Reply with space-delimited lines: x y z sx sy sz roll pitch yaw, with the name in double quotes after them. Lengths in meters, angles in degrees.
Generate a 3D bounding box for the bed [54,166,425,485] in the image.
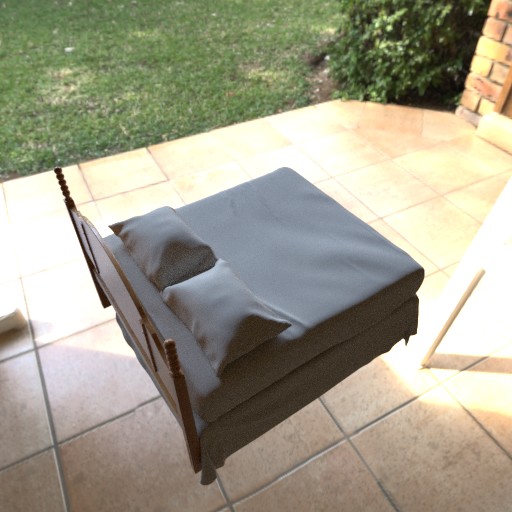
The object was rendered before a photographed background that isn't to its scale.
0.000 0.000 3.196 2.040 1.356 1.873 -25 49 -24 "bed"
